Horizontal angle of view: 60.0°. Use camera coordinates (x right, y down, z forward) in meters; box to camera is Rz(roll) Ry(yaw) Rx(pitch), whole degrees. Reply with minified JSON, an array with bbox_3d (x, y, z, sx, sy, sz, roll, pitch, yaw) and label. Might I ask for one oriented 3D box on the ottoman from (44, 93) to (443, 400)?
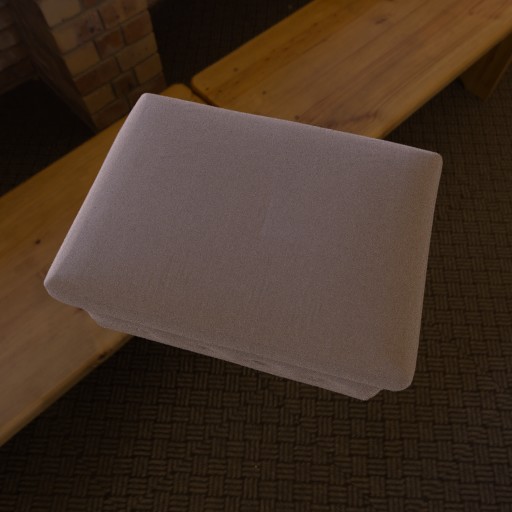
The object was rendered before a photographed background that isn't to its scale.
[{"bbox_3d":[0.000,0.000,1.152,0.771,0.500,0.569,14,65,7],"label":"ottoman"}]
